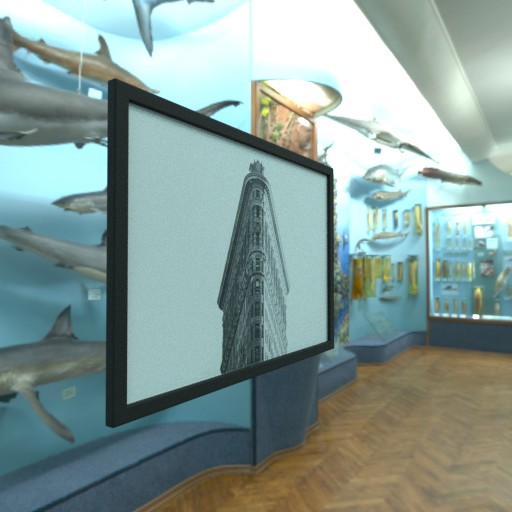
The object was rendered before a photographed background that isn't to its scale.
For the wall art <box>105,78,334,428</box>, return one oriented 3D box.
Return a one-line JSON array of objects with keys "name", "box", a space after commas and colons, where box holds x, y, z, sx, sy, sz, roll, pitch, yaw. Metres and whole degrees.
[{"name": "wall art", "box": [0.000, 0.000, 1.229, 0.026, 0.656, 0.958, -1, -1, 35]}]
